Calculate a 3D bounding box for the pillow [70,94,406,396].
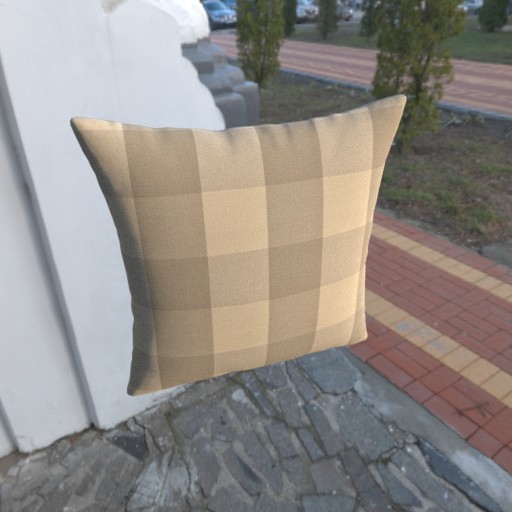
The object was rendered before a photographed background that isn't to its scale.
[{"bbox_3d":[0.000,0.000,0.772,0.511,0.509,0.161,-10,32,-16],"label":"pillow"}]
